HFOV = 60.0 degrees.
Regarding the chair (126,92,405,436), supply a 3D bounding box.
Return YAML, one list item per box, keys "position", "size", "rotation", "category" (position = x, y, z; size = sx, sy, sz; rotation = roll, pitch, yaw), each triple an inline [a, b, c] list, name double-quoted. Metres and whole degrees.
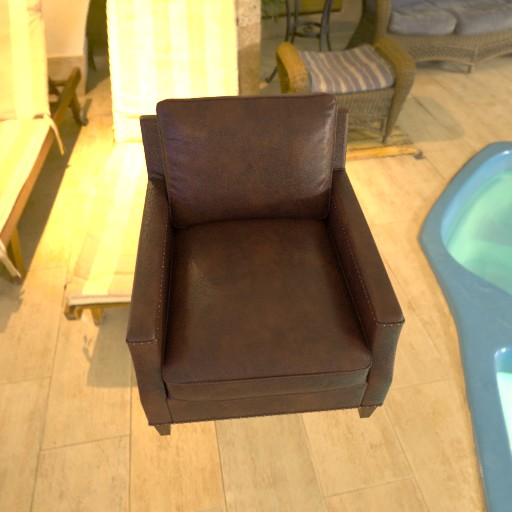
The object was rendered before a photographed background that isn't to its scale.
- position: [0.000, 0.000, 1.684]
  size: [0.853, 0.929, 1.014]
  rotation: [-4, 45, -4]
  category: "chair"
